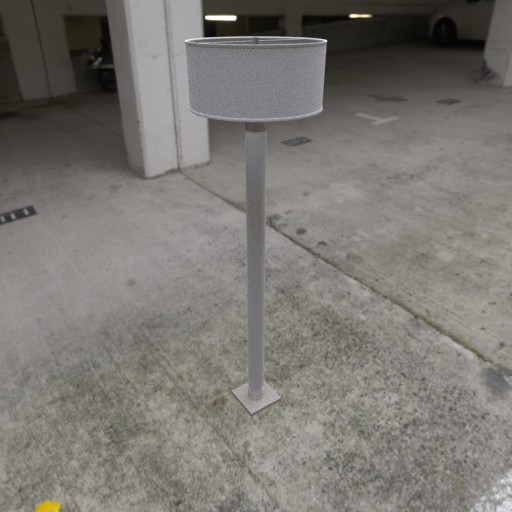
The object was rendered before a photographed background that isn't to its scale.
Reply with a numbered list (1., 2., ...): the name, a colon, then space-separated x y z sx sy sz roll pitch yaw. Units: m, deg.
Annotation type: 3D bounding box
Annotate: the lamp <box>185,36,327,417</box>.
1. lamp: 0.000 0.000 1.663 0.420 1.475 0.420 -18 34 -30
